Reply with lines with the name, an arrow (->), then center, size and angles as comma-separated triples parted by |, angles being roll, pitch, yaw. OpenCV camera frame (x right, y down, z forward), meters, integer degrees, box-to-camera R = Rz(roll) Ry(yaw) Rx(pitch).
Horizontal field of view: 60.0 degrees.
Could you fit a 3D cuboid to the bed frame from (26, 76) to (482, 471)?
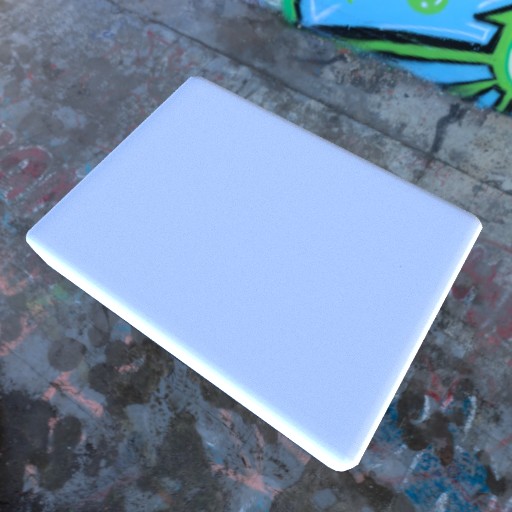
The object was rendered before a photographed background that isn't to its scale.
bed frame -> 0.000, 0.000, 2.693 | 2.037, 0.677, 1.528 | 31, 68, 15
